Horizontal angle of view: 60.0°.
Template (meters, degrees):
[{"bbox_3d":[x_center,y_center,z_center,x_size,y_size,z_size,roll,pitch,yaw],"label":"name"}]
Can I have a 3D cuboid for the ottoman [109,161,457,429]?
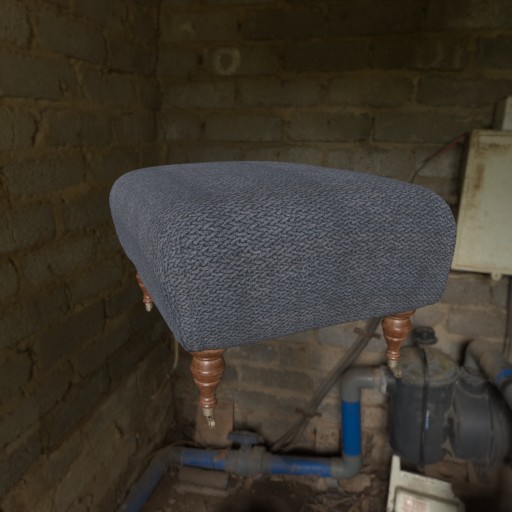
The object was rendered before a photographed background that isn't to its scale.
[{"bbox_3d":[0.000,0.000,1.114,0.622,0.450,0.747,-7,17,-23],"label":"ottoman"}]
